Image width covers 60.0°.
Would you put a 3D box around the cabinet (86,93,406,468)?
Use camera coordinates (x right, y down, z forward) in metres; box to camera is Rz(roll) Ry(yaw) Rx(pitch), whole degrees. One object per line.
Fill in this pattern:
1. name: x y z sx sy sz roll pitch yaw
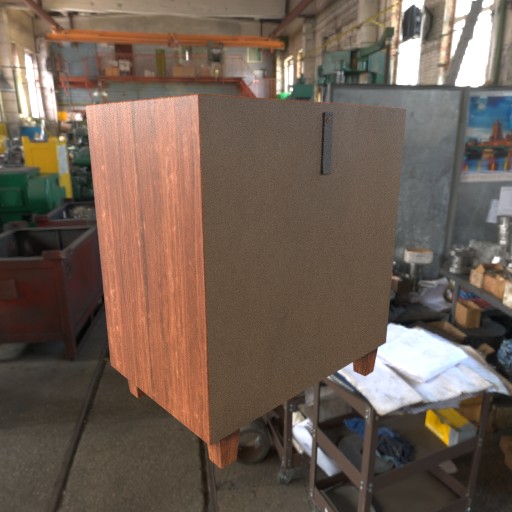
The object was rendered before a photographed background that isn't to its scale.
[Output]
1. cabinet: 0.000 0.000 1.086 0.607 0.695 0.410 -14 21 -41
